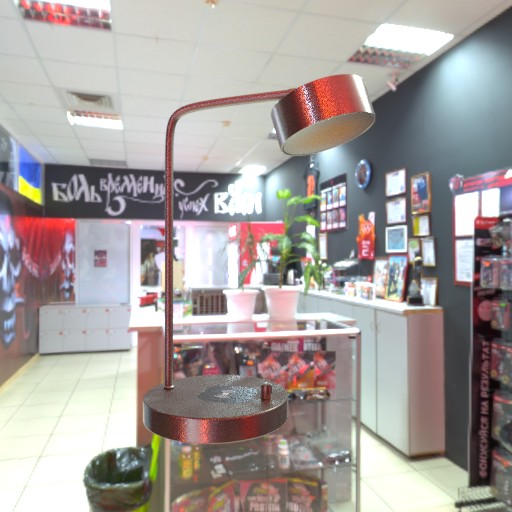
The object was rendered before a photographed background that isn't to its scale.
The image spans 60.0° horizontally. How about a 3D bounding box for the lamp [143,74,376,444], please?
[{"bbox_3d":[0.000,0.000,0.637,0.334,0.469,0.211,0,0,18],"label":"lamp"}]
